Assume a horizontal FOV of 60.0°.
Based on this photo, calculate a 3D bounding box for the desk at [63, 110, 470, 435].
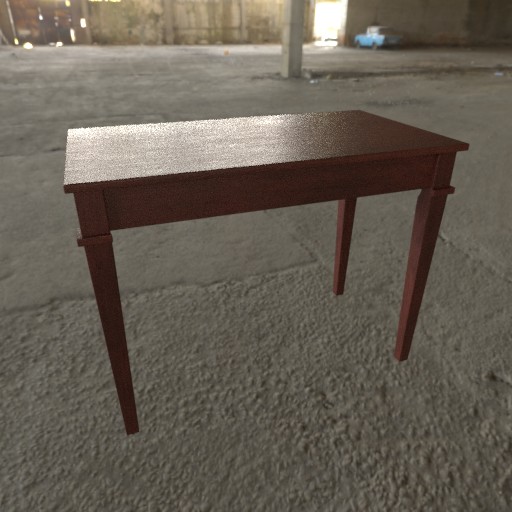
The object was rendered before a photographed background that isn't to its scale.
[{"bbox_3d":[0.000,0.000,1.423,1.001,0.762,0.549,-9,29,-17],"label":"desk"}]
